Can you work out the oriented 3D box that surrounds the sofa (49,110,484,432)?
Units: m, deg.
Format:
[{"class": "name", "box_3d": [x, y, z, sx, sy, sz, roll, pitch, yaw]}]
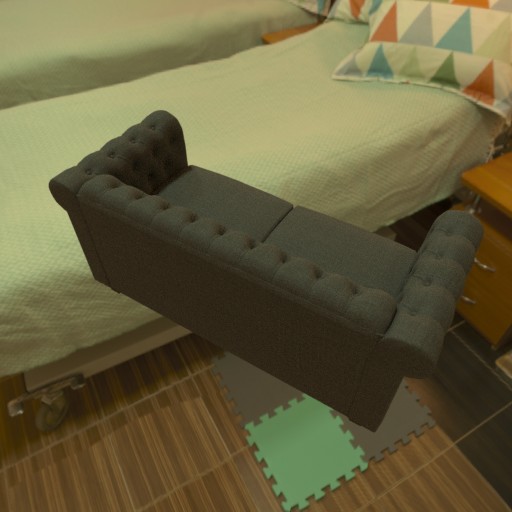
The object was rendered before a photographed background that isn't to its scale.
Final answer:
[{"class": "sofa", "box_3d": [0.000, 0.000, 2.184, 1.798, 0.797, 0.783, 24, 51, 21]}]
